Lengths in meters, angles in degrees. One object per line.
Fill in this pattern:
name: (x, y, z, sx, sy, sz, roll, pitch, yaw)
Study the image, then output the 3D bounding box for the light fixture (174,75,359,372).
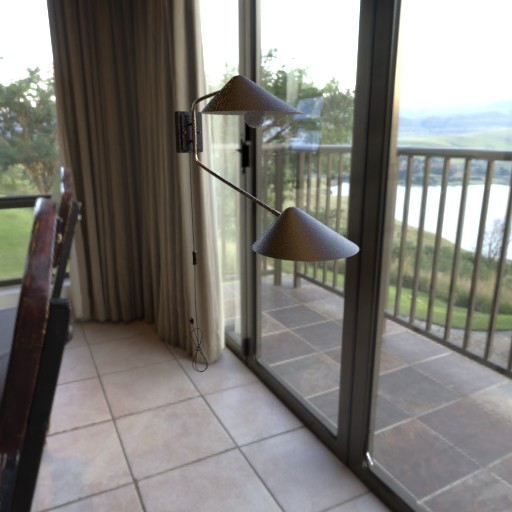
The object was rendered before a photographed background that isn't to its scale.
light fixture: (0.000, 0.000, 0.866, 0.422, 0.665, 0.189, 14, 21, 42)
